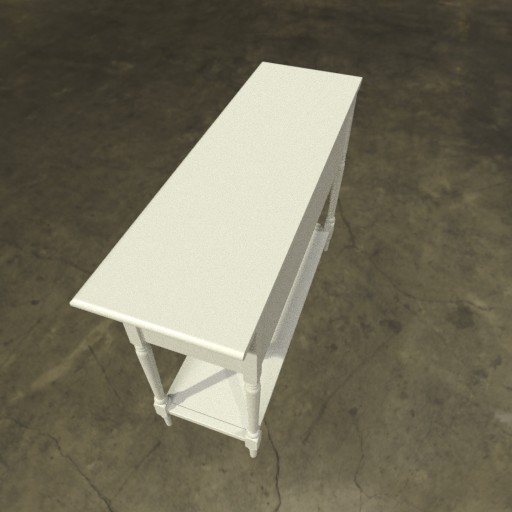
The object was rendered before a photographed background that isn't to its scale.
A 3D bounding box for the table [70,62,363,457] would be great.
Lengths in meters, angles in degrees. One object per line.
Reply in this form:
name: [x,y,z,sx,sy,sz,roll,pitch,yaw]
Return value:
table: [0.000,0.000,1.539,0.384,0.808,1.197,15,49,13]
